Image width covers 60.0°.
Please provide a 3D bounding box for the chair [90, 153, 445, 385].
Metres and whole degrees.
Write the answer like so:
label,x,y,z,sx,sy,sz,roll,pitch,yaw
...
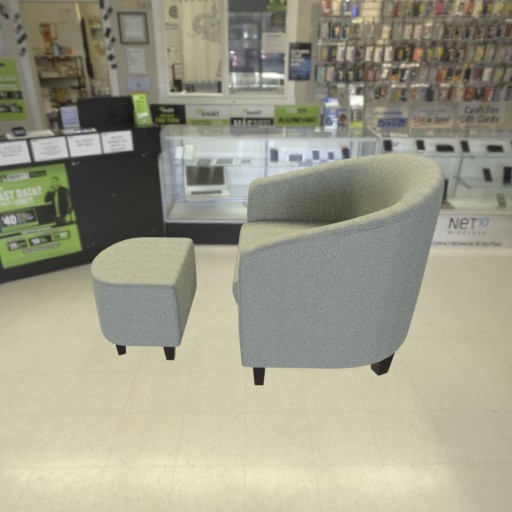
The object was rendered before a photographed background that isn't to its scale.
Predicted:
label,x,y,z,sx,sy,sz,roll,pitch,yaw
chair,0.000,0.000,1.736,1.288,0.757,0.756,1,27,1
